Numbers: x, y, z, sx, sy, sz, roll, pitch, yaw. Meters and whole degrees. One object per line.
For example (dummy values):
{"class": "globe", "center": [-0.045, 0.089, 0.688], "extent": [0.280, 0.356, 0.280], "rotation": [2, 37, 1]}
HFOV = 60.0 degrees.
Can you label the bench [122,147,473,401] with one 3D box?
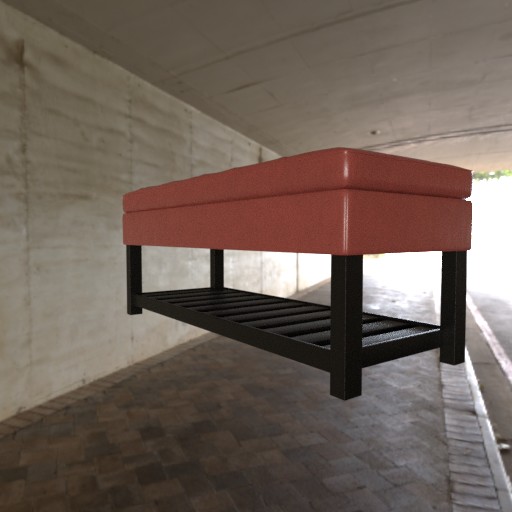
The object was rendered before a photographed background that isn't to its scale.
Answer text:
{"class": "bench", "center": [0.000, 0.000, 1.324], "extent": [0.432, 0.460, 1.105], "rotation": [-2, 3, -36]}
